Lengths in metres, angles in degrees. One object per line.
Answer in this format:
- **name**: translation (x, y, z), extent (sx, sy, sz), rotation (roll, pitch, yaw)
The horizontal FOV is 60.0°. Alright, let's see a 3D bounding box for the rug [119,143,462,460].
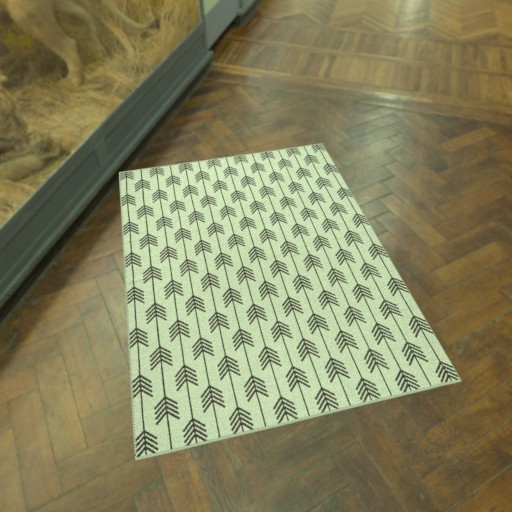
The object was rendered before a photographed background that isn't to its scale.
- **rug**: translation (0.000, 0.000, 4.009), extent (2.330, 0.010, 3.061), rotation (-10, 49, -9)
